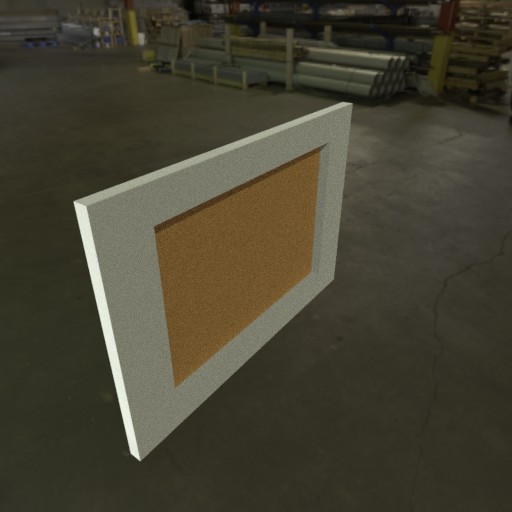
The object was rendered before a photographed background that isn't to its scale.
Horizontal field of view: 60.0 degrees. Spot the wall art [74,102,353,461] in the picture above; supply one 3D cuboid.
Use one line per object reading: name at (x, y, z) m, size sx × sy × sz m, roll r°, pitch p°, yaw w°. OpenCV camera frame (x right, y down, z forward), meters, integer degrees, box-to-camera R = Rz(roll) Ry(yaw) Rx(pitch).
wall art at (0.000, 0.000, 1.148) m, size 0.033 × 0.617 × 0.906 m, roll 21°, pitch 36°, yaw 31°
